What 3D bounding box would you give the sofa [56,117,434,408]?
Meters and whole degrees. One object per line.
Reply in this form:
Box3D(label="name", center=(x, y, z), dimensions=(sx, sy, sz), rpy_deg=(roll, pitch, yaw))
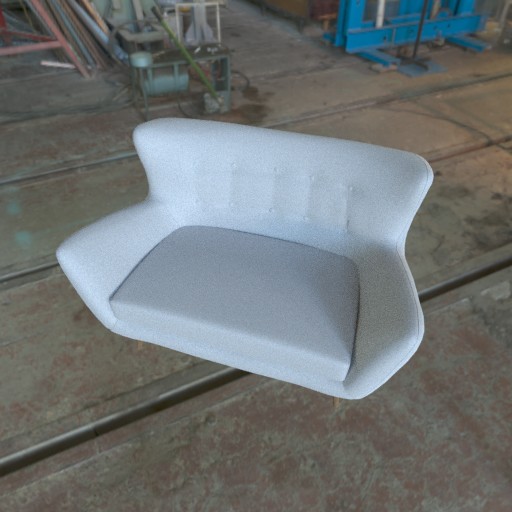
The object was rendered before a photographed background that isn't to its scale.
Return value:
Box3D(label="sofa", center=(0.000, 0.000, 2.005), dimensions=(1.424, 0.878, 0.921), rpy_deg=(12, 42, 14))
